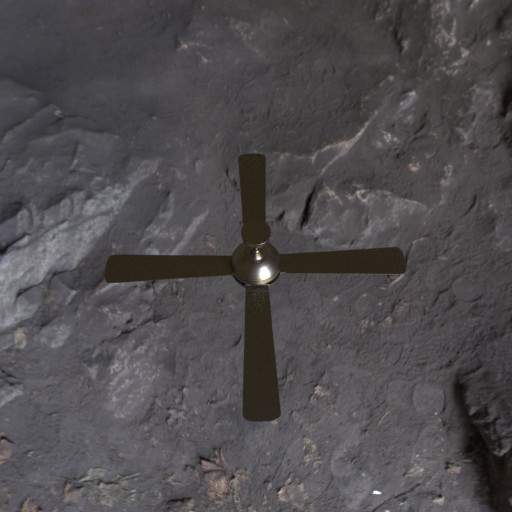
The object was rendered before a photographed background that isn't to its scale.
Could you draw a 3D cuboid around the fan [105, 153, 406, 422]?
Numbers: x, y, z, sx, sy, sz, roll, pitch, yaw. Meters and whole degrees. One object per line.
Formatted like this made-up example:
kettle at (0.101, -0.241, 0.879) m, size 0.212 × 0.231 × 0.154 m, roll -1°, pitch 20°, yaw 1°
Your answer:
fan at (0.000, 0.000, 1.980) m, size 1.321 × 0.381 × 1.321 m, roll 16°, pitch 60°, yaw 9°
